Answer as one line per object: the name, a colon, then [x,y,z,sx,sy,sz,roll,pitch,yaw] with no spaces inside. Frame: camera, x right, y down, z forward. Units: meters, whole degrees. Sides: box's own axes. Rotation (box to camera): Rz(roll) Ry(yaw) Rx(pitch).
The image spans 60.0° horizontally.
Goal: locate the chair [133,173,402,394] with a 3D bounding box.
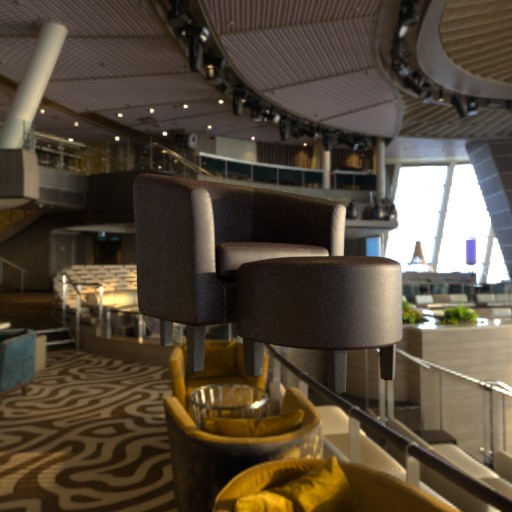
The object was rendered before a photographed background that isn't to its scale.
chair: [0.000,0.000,1.675,0.737,0.755,1.176,1,-1,-36]
